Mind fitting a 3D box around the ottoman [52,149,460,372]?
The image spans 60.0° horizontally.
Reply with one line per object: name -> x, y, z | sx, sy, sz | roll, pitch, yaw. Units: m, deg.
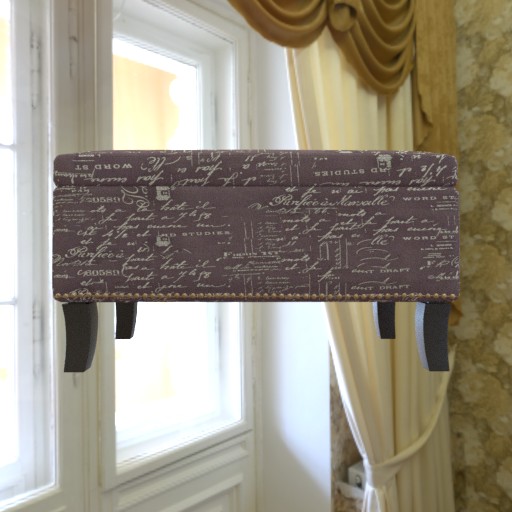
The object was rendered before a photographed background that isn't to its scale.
ottoman -> 0.000, 0.000, 1.061 | 0.813, 0.457, 0.406 | 0, 0, -1
